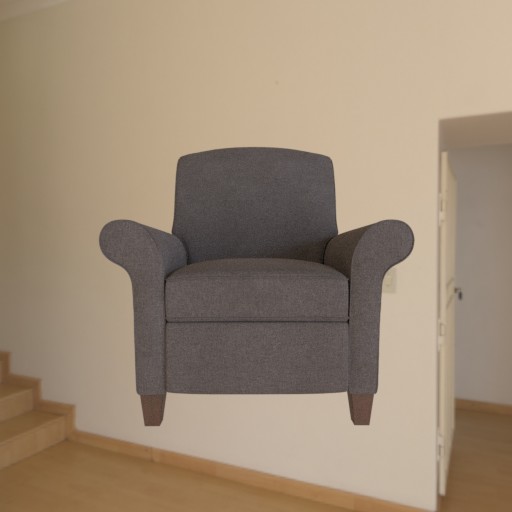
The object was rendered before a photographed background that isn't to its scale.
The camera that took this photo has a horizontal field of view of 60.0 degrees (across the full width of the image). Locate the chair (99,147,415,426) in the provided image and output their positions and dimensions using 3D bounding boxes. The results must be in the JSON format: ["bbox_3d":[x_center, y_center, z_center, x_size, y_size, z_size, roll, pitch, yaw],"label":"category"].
[{"bbox_3d":[0.000,0.000,1.803,0.978,1.061,0.905,0,1,-1],"label":"chair"}]
